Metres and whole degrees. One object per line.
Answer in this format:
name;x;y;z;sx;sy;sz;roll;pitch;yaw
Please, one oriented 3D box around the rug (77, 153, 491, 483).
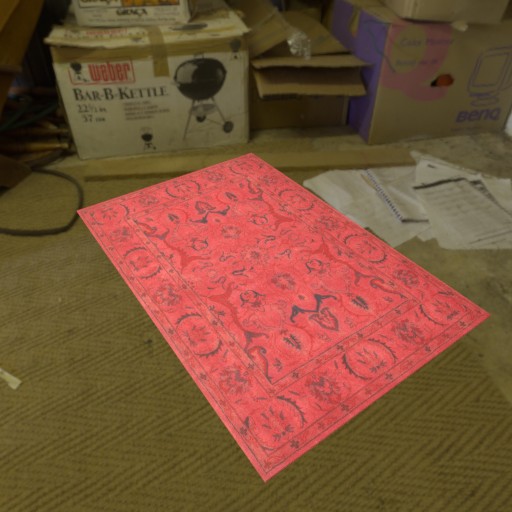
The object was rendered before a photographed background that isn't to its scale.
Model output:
rug;0.000;0.000;2.211;1.209;0.008;1.814;-25;46;-26
